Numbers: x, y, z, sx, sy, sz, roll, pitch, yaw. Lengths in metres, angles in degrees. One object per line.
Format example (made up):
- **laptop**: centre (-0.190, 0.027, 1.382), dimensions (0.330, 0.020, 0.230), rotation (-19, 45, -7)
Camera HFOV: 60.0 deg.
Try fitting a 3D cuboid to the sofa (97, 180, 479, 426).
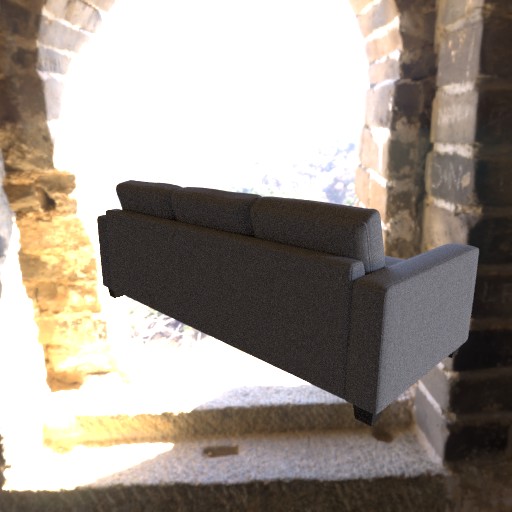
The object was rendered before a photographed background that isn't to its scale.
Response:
- **sofa**: centre (0.000, 0.000, 2.544), dimensions (2.120, 0.800, 0.900), rotation (14, 20, 43)
